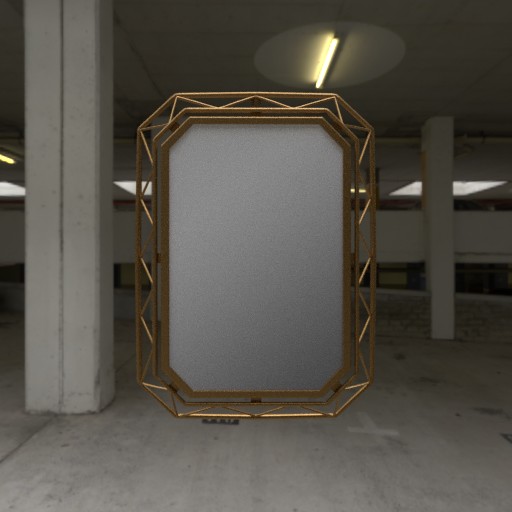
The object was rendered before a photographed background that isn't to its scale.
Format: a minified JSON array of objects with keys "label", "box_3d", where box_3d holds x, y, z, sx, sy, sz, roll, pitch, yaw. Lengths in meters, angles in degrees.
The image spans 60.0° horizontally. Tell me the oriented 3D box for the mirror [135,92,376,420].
[{"label":"mirror","box_3d":[0.000,0.000,0.749,0.417,0.566,0.042,0,0,0]}]
